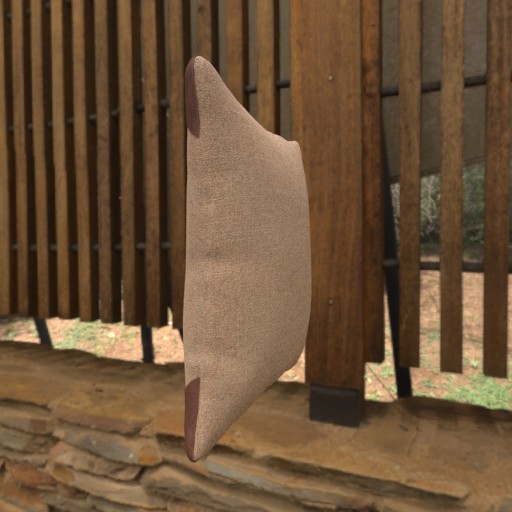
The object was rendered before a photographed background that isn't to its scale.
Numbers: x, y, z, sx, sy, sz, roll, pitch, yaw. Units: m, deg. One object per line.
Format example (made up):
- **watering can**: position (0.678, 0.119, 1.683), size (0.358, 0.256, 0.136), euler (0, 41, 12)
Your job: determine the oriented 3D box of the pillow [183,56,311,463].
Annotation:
- **pillow**: position (0.000, 0.000, 0.687), size (0.147, 0.448, 0.437), euler (0, 1, 19)
